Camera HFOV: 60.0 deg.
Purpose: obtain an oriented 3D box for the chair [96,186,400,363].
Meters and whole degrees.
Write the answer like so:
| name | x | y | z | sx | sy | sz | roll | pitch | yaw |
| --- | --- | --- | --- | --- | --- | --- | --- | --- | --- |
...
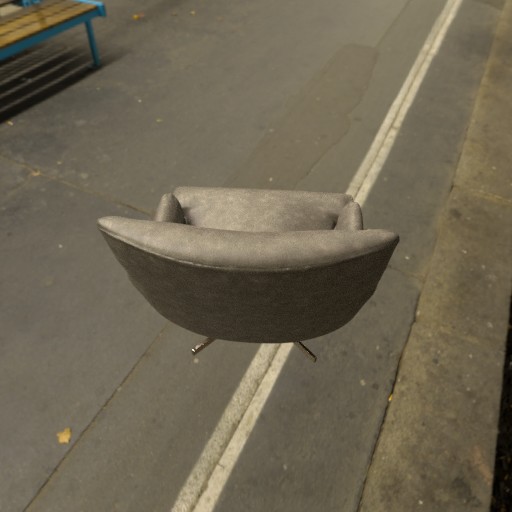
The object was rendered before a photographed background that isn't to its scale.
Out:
| name | x | y | z | sx | sy | sz | roll | pitch | yaw |
| --- | --- | --- | --- | --- | --- | --- | --- | --- | --- |
| chair | 0.000 | 0.000 | 1.511 | 0.738 | 0.870 | 0.874 | 3 | 46 | 3 |
